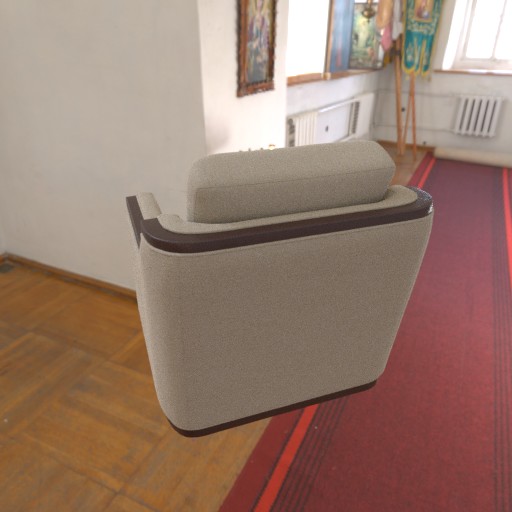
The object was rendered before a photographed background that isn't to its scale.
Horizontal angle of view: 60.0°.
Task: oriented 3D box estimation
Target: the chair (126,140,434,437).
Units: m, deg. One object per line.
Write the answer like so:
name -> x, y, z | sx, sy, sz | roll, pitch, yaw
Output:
chair -> 0.000, 0.000, 1.650 | 0.870, 0.930, 0.950 | -9, 29, -17
